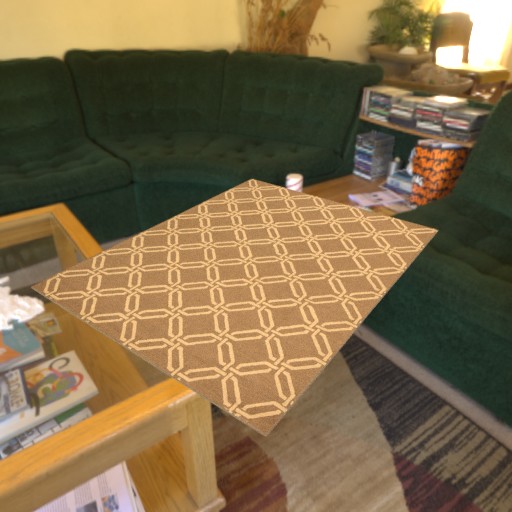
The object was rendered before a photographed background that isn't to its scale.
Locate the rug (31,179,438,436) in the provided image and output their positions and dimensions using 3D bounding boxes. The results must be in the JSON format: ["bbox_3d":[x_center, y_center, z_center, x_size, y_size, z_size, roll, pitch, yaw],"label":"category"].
[{"bbox_3d":[0.000,0.000,3.913,2.288,0.018,2.895,21,37,31],"label":"rug"}]
